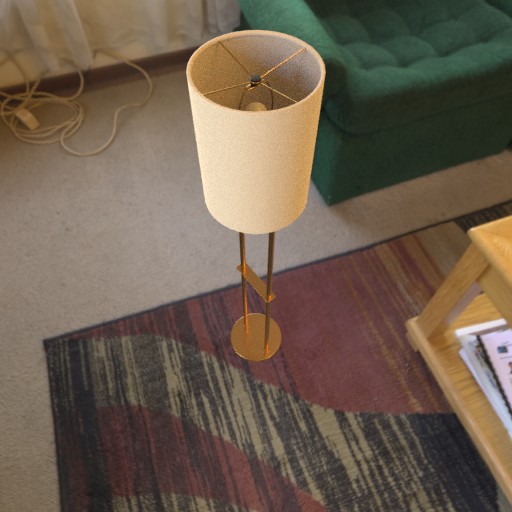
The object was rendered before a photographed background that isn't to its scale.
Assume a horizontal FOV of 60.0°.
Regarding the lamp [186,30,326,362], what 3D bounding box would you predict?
[{"bbox_3d":[0.000,0.000,1.601,0.305,1.500,0.306,-33,62,-20],"label":"lamp"}]
